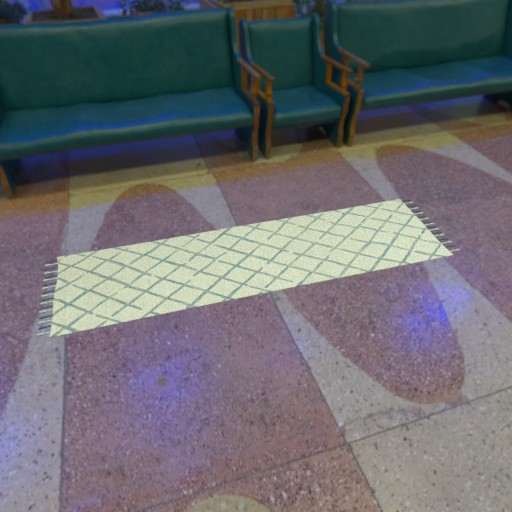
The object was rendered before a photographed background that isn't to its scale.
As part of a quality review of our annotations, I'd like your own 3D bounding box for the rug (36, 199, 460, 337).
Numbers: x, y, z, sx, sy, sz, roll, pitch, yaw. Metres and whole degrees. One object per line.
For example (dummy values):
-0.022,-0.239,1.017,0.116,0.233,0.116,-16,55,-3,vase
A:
0.000,0.000,2.597,2.372,0.008,0.620,-10,42,-12,rug
